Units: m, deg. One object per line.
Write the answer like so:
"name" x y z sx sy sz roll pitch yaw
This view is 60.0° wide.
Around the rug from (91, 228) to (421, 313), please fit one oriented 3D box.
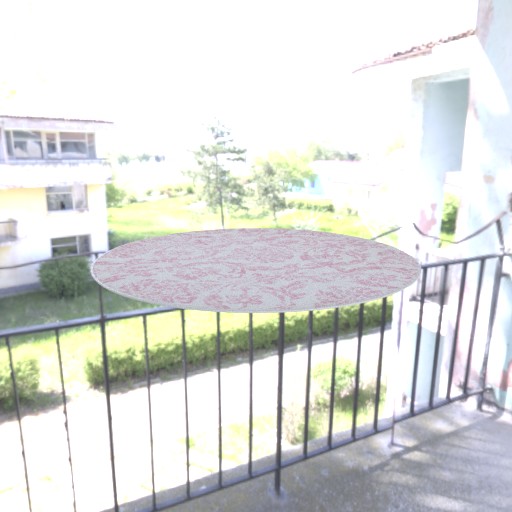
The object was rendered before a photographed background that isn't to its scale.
"rug" 0.000 0.000 2.270 1.593 0.012 1.593 0 14 0
